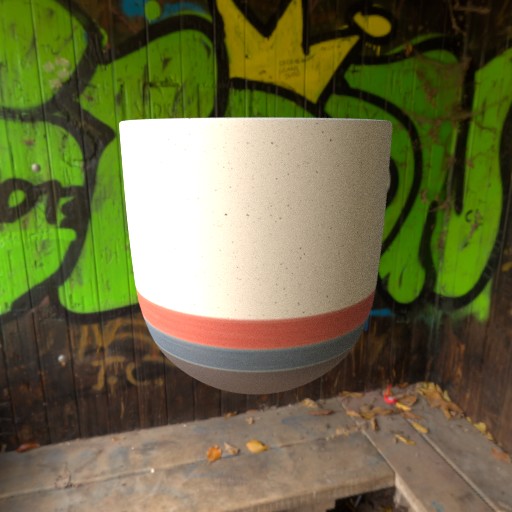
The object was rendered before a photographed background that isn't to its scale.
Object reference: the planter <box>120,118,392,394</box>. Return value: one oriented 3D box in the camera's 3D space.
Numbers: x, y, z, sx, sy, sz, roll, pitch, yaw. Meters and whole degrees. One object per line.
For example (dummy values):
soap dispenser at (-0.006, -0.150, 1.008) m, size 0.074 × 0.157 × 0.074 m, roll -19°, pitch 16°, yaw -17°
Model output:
planter at (0.000, 0.000, 0.372) m, size 0.204 × 0.214 × 0.204 m, roll 0°, pitch 15°, yaw 0°
